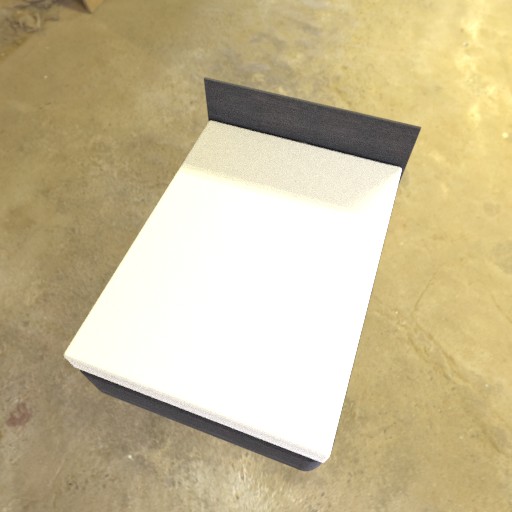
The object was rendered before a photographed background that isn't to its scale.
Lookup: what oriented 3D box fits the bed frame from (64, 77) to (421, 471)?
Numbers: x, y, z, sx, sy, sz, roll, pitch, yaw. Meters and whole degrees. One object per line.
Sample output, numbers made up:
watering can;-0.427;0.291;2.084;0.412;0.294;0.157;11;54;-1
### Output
bed frame;0.000;0.000;2.612;1.400;0.800;1.900;17;59;11
